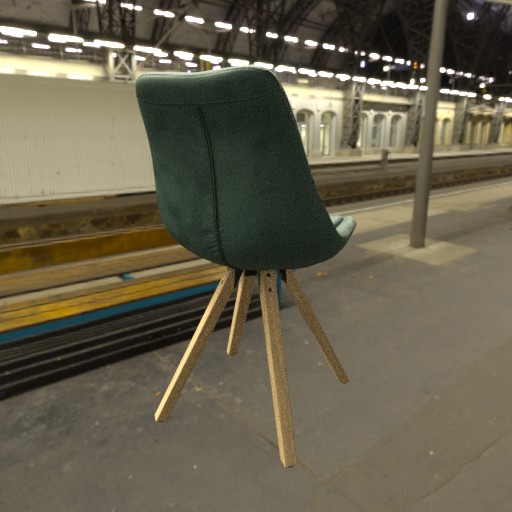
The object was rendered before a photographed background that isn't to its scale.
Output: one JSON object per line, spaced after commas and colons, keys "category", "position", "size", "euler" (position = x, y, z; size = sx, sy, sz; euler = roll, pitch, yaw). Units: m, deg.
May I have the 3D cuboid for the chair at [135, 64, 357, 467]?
{"category": "chair", "position": [0.000, 0.000, 1.178], "size": [0.483, 0.865, 0.547], "euler": [8, 17, 26]}
